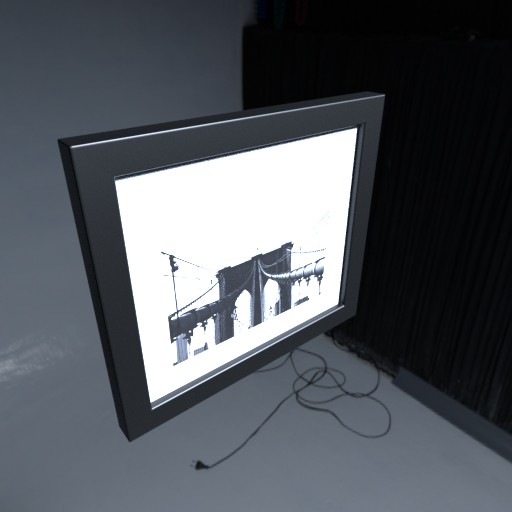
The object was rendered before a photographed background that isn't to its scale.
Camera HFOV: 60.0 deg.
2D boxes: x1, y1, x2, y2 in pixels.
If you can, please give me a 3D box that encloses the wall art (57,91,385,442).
[{"bbox_3d":[0.000,0.000,0.524,0.380,0.330,0.028,-21,35,-33],"label":"wall art"}]
